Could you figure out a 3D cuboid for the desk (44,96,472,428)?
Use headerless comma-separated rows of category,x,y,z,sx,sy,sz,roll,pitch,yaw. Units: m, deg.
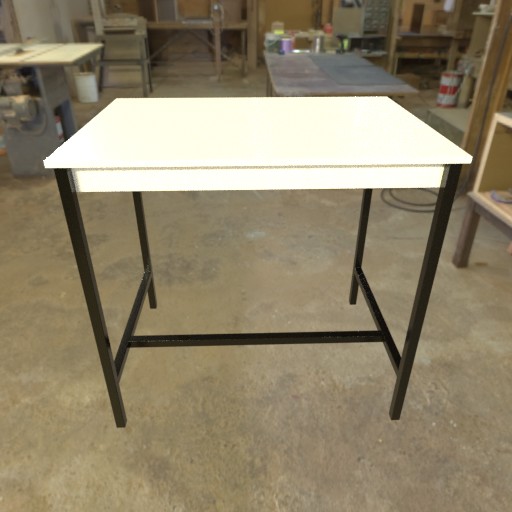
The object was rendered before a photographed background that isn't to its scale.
desk,0.000,0.000,1.279,0.811,0.766,0.573,-1,31,-2
